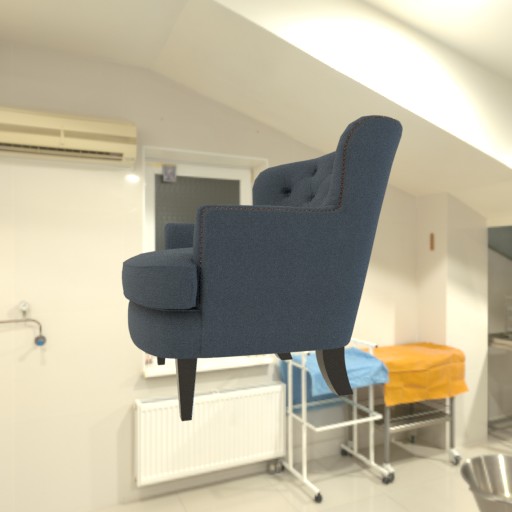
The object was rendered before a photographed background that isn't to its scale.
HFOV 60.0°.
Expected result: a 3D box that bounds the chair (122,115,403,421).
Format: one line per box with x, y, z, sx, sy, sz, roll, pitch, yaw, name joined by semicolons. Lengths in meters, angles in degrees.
0.000;0.000;1.566;0.906;0.868;0.848;0;0;-18;chair
